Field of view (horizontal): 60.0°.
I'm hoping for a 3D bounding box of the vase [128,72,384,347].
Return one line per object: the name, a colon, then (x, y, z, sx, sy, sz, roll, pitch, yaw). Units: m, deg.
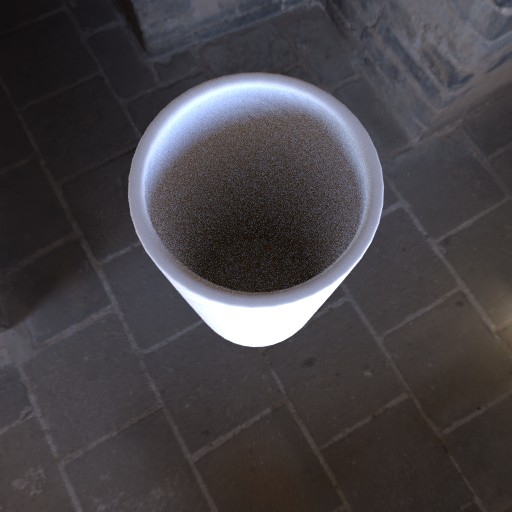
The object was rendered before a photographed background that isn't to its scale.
vase: (0.000, 0.000, 0.390, 0.143, 0.316, 0.143, 0, 75, 0)
